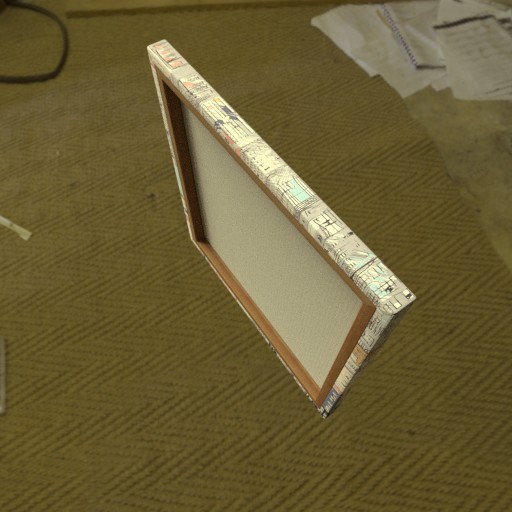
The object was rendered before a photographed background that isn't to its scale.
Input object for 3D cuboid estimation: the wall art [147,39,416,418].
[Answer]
[{"bbox_3d":[0.000,0.000,0.898,0.038,0.608,0.607,-31,64,-17],"label":"wall art"}]
